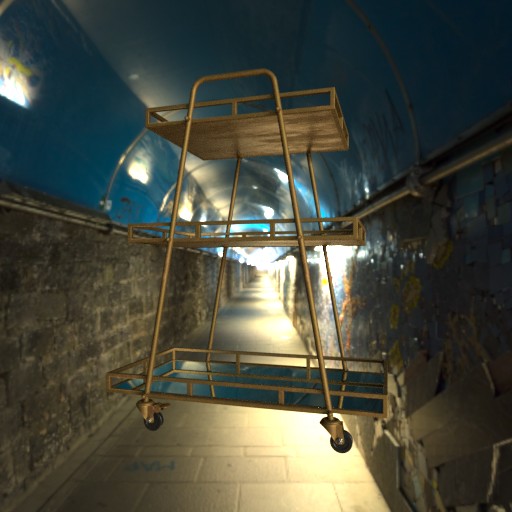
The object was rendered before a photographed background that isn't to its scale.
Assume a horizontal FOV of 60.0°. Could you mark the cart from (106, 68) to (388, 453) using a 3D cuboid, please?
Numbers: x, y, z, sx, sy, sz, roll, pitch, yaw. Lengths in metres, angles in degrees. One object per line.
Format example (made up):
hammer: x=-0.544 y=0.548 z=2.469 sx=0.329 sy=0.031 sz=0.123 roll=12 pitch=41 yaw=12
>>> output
cart: x=0.000 y=0.000 z=1.256 sx=0.711 sy=0.883 sz=0.441 roll=0 pitch=-1 yaw=17
